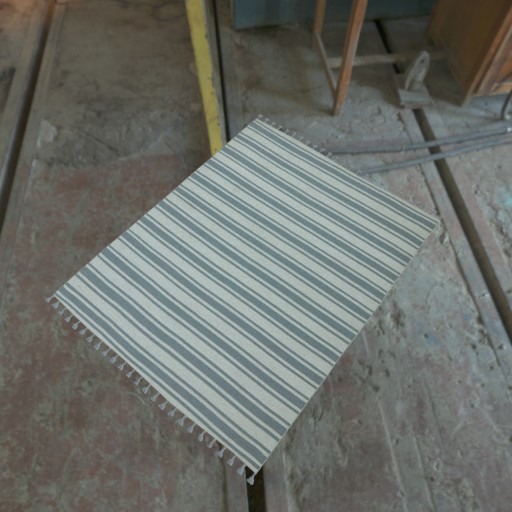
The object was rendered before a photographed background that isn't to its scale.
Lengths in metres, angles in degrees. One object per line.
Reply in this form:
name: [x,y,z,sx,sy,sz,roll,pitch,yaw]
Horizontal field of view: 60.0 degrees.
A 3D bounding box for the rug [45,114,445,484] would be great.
rug: [0.000,0.000,4.308,2.439,0.005,3.201,34,65,19]
